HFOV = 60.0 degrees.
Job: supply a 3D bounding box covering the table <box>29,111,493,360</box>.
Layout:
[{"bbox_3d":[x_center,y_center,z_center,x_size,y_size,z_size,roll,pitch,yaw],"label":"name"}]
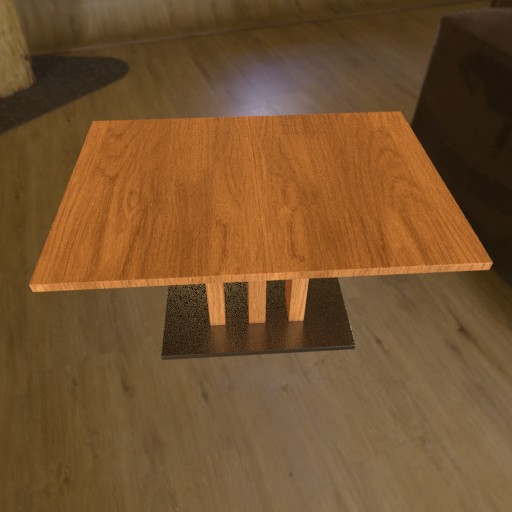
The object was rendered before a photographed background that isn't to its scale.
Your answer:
[{"bbox_3d":[0.000,0.000,1.827,1.300,0.770,0.900,-3,45,-3],"label":"table"}]
